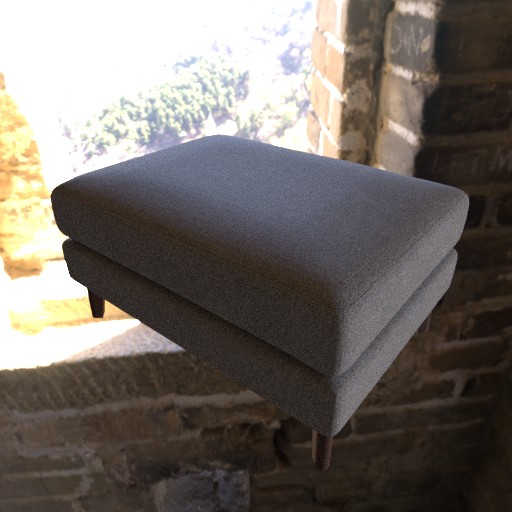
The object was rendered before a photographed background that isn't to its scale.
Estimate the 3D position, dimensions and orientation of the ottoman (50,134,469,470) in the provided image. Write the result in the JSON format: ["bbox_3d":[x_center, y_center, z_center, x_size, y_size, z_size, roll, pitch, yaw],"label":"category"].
[{"bbox_3d":[0.000,0.000,1.130,0.821,0.441,0.611,22,37,33],"label":"ottoman"}]
